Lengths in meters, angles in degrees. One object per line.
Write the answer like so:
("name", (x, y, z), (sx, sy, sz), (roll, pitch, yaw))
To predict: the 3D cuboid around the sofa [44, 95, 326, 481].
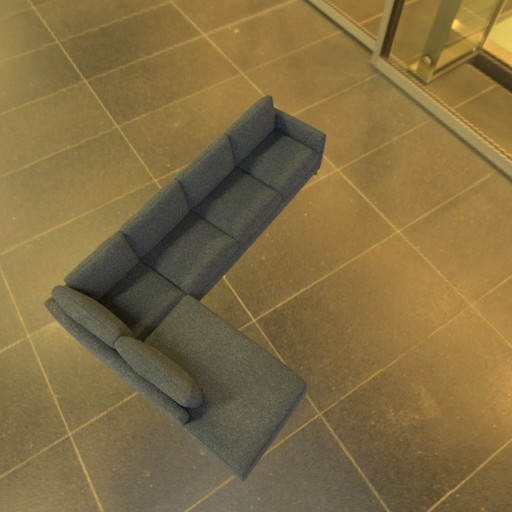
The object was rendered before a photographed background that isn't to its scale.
("sofa", (0.000, 0.000, 3.904), (2.007, 0.815, 2.949), (33, 65, 18))
